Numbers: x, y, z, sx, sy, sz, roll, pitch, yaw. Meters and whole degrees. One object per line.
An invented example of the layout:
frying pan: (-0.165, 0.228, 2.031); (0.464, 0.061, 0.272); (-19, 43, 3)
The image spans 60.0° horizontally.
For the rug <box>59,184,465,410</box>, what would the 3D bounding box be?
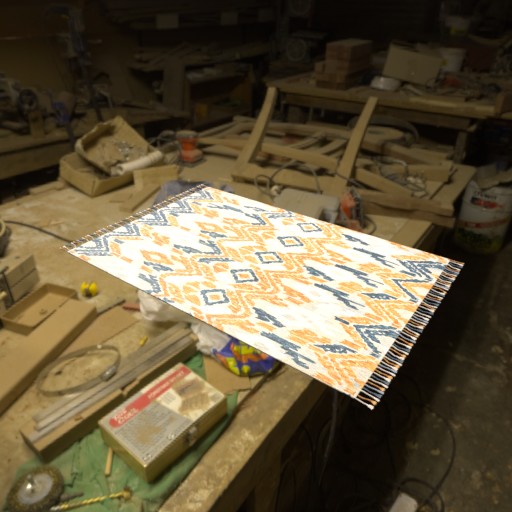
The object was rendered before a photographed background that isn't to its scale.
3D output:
rug: (0.000, 0.000, 3.114); (2.428, 0.010, 1.533); (21, 37, 31)
